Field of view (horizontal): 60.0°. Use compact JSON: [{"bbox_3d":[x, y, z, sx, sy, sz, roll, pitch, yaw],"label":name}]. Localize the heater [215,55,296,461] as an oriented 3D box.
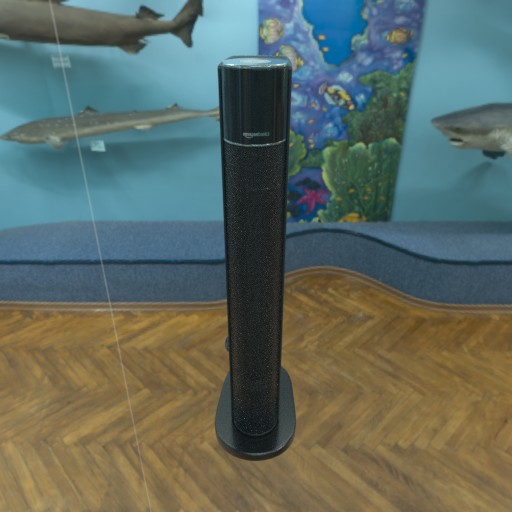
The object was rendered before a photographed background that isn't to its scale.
[{"bbox_3d":[0.000,0.000,1.027,0.214,0.856,0.458,2,29,3],"label":"heater"}]
